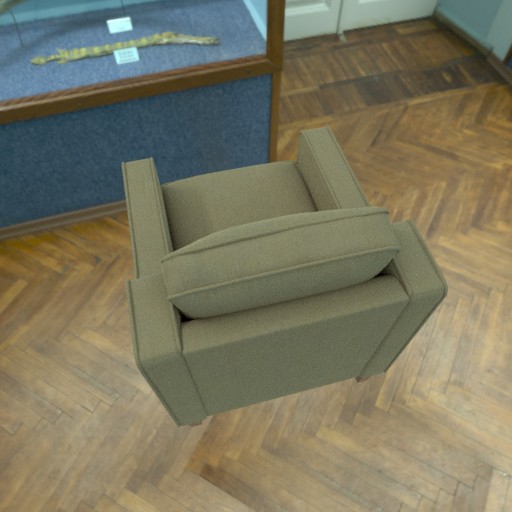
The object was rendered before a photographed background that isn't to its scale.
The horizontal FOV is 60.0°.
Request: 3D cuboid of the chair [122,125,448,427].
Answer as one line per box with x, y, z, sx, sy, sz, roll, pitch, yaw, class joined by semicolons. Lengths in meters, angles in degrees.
0.000;0.000;1.639;0.831;0.960;0.909;-12;58;-8;chair
